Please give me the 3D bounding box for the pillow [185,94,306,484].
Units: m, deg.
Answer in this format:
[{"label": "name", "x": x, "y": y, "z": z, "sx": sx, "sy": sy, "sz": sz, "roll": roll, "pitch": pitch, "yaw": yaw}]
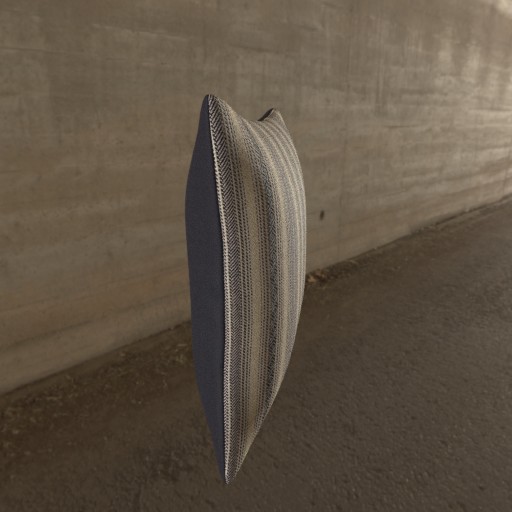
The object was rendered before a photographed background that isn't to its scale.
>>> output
[{"label": "pillow", "x": 0.000, "y": 0.000, "z": 0.780, "sx": 0.166, "sy": 0.508, "sz": 0.520, "roll": 3, "pitch": 17, "yaw": 10}]
